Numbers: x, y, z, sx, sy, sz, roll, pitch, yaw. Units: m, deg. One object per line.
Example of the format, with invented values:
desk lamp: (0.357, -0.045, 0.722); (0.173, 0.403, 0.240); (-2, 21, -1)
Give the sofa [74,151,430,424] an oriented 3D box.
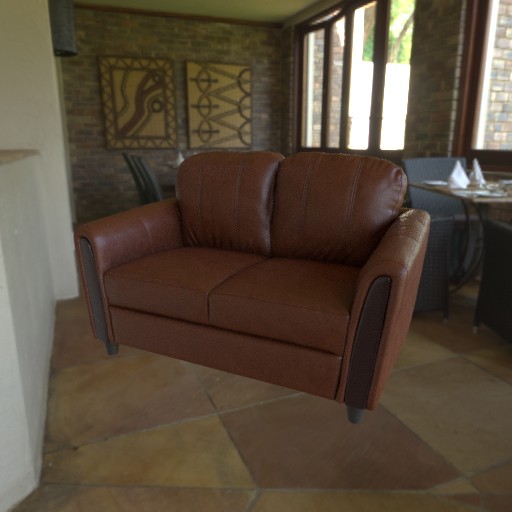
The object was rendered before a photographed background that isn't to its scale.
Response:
sofa: (0.000, 0.000, 1.986); (1.406, 0.906, 0.805); (7, 16, 26)
